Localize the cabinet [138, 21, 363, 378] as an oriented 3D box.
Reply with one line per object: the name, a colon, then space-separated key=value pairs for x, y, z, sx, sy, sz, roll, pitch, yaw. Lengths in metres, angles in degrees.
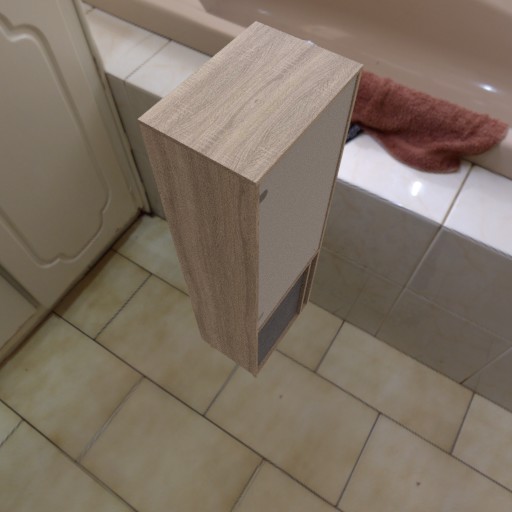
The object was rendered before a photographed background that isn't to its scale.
cabinet: x=0.000 y=0.000 z=2.077 sx=0.400 sy=1.850 sz=0.570 roll=31 pitch=64 yaw=17
